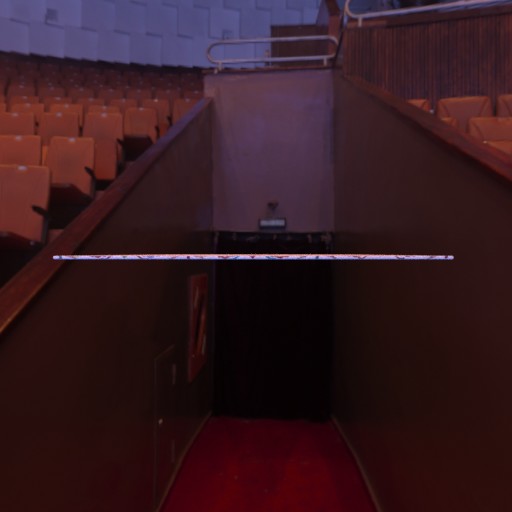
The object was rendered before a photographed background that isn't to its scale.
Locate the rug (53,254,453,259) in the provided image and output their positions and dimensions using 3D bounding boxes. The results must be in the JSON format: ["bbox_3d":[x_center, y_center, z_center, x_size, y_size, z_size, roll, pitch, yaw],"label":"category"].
[{"bbox_3d":[0.000,0.000,4.300,2.446,0.020,3.215,0,0,1],"label":"rug"}]
